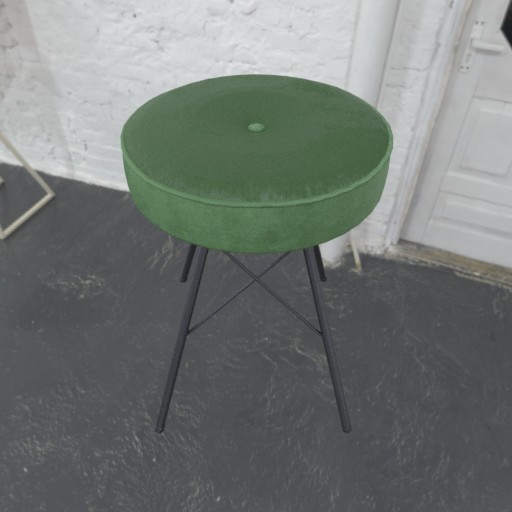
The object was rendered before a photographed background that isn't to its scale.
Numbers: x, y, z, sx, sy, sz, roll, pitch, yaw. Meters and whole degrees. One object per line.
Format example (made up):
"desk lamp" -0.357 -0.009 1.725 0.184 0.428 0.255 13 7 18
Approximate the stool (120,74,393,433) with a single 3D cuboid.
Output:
"stool" 0.000 0.000 0.895 0.430 0.595 0.457 0 43 0
